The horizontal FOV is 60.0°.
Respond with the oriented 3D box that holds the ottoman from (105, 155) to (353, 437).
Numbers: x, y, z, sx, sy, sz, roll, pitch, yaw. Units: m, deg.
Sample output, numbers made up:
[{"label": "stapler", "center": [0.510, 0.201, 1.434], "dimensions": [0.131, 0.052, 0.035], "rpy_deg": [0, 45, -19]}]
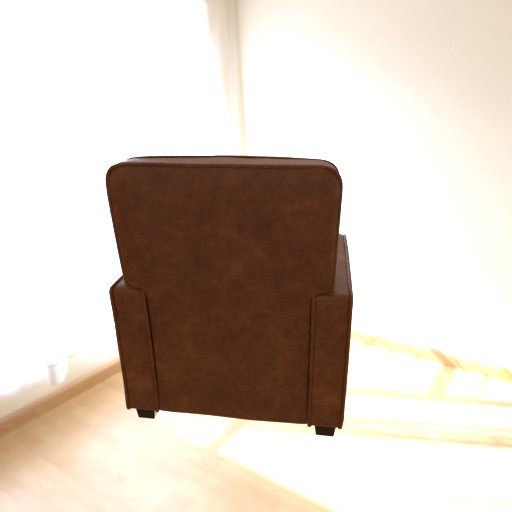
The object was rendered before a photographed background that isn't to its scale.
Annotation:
[{"label": "ottoman", "center": [0.000, 0.000, 1.873], "dimensions": [0.732, 0.904, 1.314], "rpy_deg": [2, 17, 8]}]
